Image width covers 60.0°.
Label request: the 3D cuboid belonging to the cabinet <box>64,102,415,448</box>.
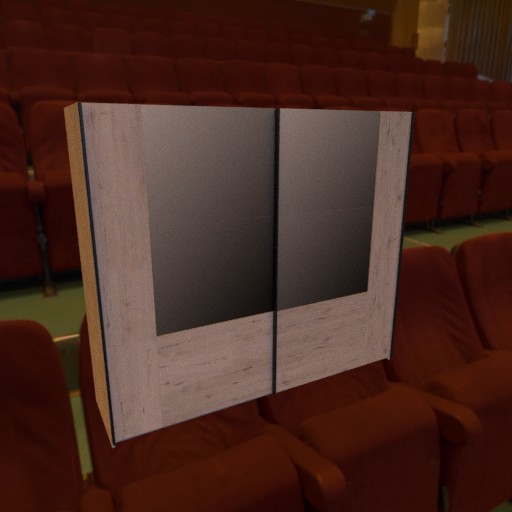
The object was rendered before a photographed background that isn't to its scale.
[{"bbox_3d":[0.000,0.000,3.486,2.500,2.180,0.660,-8,18,-27],"label":"cabinet"}]
